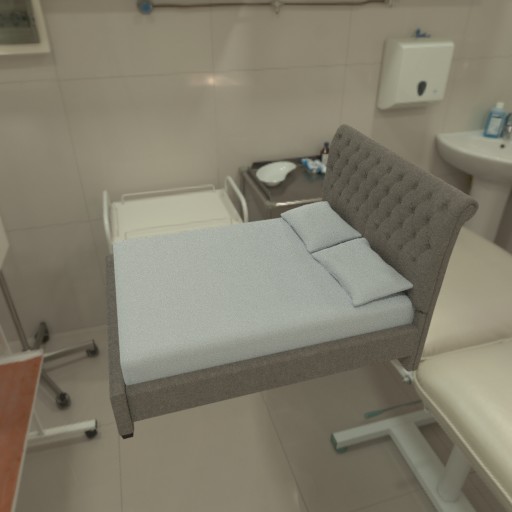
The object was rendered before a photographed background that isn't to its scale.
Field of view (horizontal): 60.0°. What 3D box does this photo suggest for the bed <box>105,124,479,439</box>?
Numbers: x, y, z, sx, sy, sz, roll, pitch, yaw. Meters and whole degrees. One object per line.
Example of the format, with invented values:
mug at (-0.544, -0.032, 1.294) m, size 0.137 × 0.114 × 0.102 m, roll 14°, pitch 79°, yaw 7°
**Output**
bed at (0.000, 0.000, 3.327) m, size 2.252 × 1.371 × 1.645 m, roll -9°, pitch 33°, yaw -14°
